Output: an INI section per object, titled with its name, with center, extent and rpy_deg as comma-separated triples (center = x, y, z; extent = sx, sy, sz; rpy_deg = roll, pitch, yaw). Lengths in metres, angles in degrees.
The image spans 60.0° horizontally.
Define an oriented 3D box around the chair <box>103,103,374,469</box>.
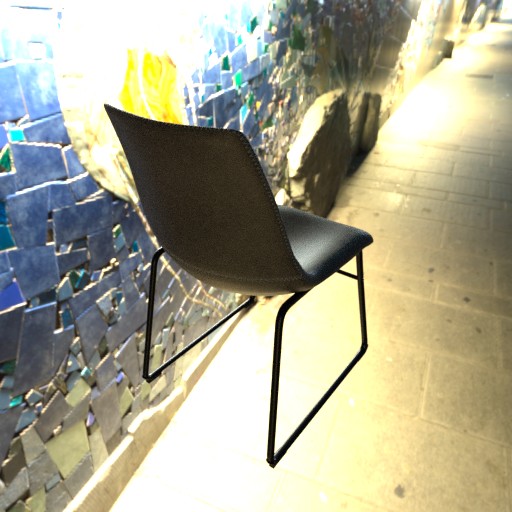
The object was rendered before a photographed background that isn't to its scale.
[chair]
center = 0.000, 0.000, 1.110
extent = 0.460, 0.780, 0.550
rpy_deg = 21, 36, 32
